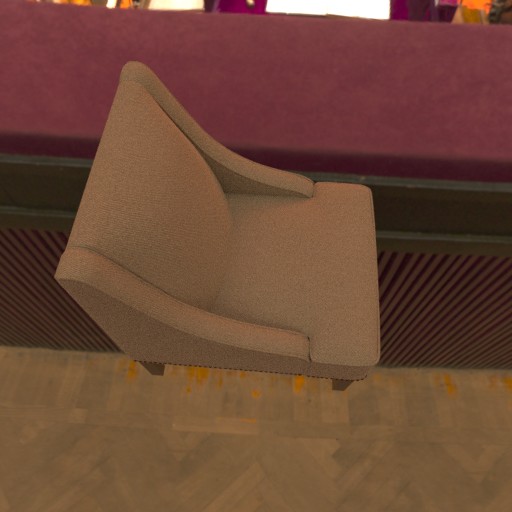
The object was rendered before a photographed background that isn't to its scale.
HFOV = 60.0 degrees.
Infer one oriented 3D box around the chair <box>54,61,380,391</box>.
[{"bbox_3d":[0.000,0.000,1.357,0.748,0.872,0.628,4,62,2],"label":"chair"}]
